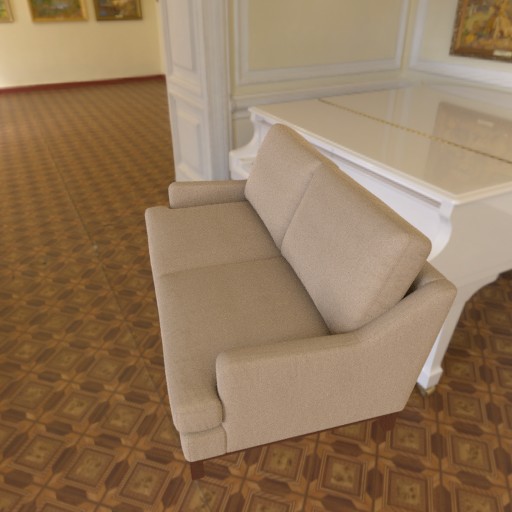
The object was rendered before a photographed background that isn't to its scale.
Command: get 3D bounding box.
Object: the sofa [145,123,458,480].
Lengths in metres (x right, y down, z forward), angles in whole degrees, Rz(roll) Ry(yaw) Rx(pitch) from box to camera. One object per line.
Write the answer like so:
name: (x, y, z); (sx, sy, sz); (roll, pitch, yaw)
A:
sofa: (0.000, 0.000, 2.168); (1.004, 0.910, 1.619); (-8, 32, -13)
